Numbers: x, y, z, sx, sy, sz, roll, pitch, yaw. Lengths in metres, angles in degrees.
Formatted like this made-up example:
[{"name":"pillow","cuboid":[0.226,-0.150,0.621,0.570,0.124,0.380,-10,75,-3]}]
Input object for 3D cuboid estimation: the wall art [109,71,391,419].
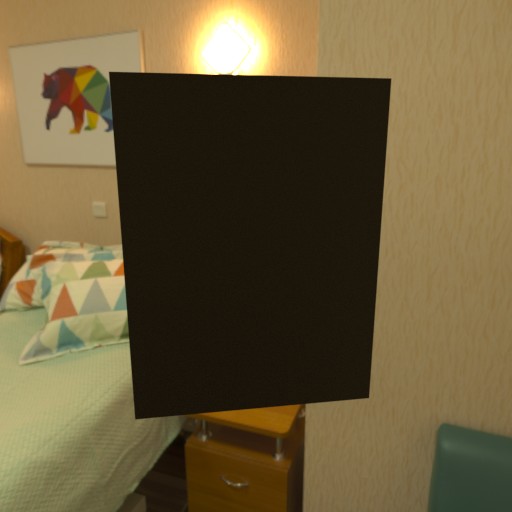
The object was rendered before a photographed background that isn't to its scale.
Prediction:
[{"name":"wall art","cuboid":[0.000,0.000,1.399,0.806,1.062,0.038,-2,14,-9]}]
